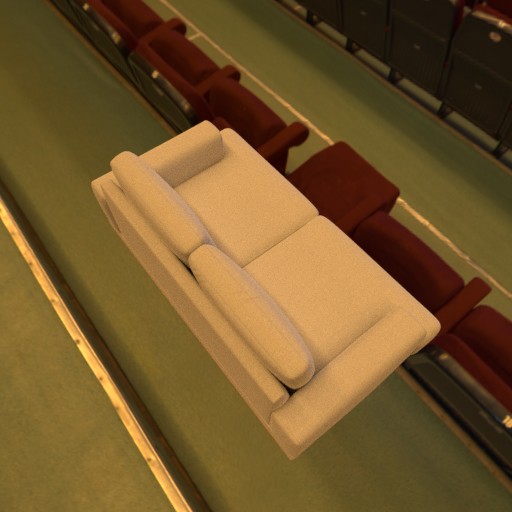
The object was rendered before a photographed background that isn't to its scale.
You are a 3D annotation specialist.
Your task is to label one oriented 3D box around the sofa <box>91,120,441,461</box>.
[{"bbox_3d":[0.000,0.000,2.197,0.915,0.810,1.651,-34,65,-19],"label":"sofa"}]
